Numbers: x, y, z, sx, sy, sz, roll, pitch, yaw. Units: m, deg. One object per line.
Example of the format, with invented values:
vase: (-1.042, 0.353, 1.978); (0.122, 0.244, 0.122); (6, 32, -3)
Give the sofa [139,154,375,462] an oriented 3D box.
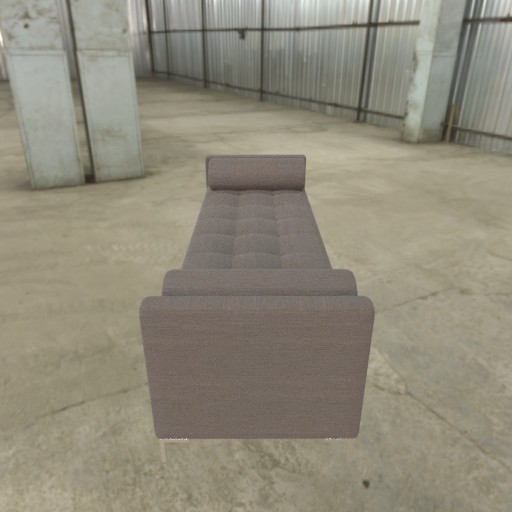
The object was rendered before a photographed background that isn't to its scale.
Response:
sofa: (0.000, 0.000, 2.278); (0.686, 0.635, 1.981); (0, 25, 0)
